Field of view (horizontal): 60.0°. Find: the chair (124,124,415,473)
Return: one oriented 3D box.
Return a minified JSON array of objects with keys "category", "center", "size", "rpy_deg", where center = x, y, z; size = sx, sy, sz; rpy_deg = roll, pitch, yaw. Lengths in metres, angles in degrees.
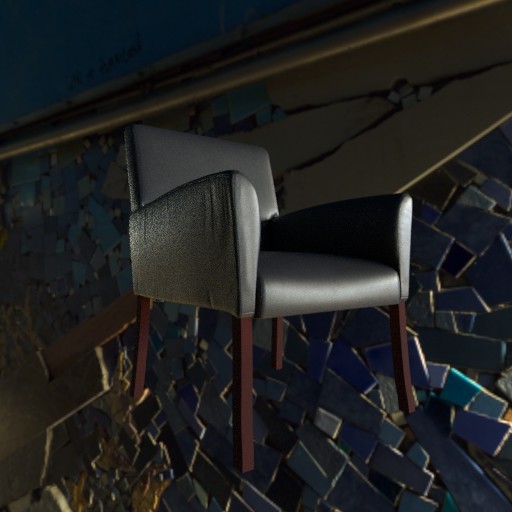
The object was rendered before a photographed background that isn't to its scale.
[{"category":"chair","center":[0.000,0.000,1.476],"size":[0.683,0.951,0.772],"rpy_deg":[0,0,-37]}]
